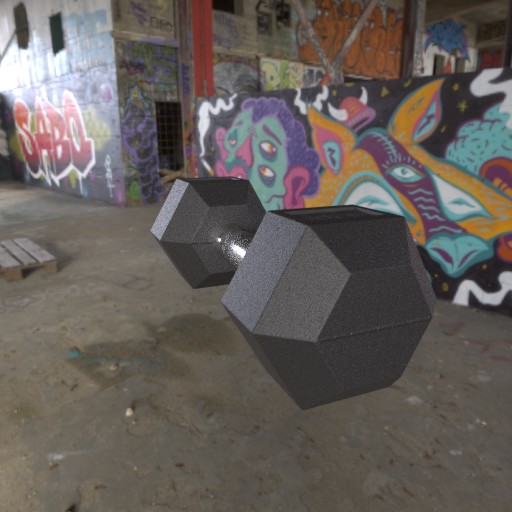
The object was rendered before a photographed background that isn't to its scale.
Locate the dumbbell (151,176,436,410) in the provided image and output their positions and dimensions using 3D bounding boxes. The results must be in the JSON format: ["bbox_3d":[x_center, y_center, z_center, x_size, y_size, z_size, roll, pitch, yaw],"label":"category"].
[{"bbox_3d":[0.000,0.000,0.348,0.116,0.101,0.297,-7,17,-23],"label":"dumbbell"}]
